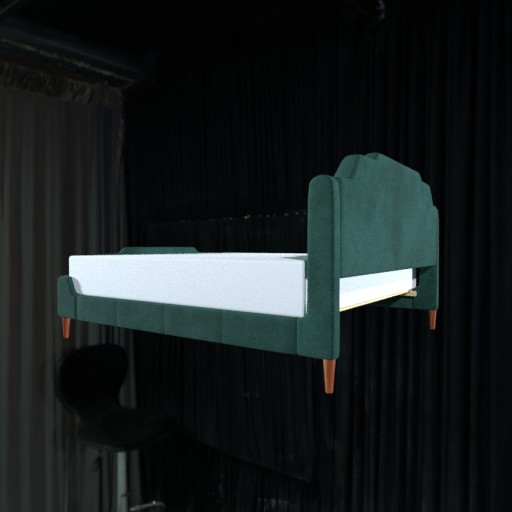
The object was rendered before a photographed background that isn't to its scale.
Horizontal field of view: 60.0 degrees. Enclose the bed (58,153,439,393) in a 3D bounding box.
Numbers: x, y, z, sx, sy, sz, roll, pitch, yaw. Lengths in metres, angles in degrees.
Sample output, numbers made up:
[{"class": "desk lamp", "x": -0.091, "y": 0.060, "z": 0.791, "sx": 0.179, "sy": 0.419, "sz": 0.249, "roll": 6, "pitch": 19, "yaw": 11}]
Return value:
[{"class": "bed", "x": 0.000, "y": 0.000, "z": 3.577, "sx": 2.340, "sy": 1.245, "sz": 2.074, "roll": 1, "pitch": 1, "yaw": 35}]
